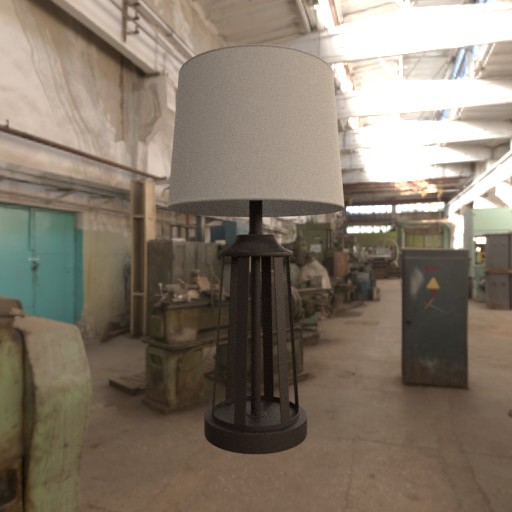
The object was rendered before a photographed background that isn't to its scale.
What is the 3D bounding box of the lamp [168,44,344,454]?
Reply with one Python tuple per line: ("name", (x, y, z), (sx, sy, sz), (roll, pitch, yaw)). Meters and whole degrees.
("lamp", (0.000, 0.000, 0.642), (0.251, 0.509, 0.251), (0, 0, 0))
